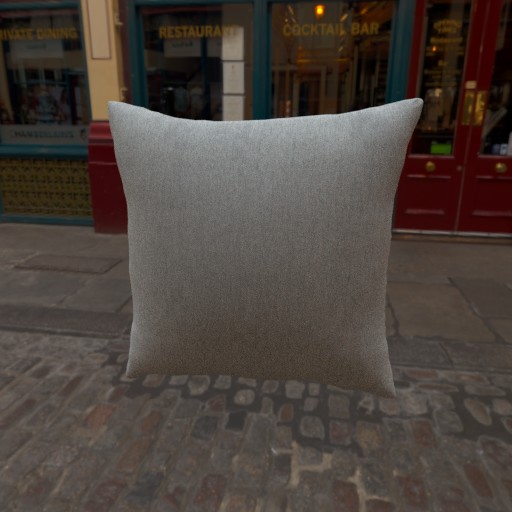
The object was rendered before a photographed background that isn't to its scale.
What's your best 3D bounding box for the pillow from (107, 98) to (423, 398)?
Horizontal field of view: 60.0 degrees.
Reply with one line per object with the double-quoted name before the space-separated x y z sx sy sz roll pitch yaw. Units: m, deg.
"pillow" 0.000 0.000 0.653 0.433 0.436 0.173 2 16 8
